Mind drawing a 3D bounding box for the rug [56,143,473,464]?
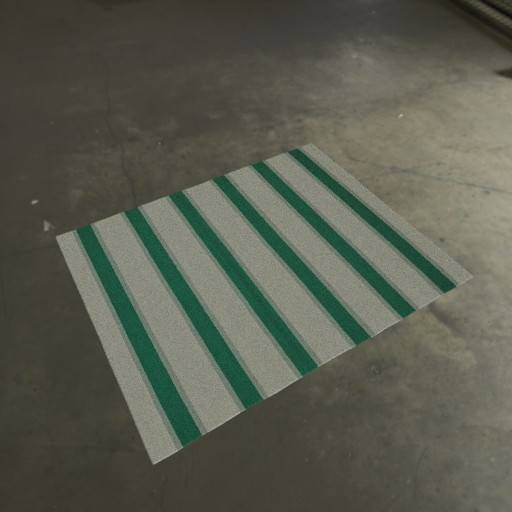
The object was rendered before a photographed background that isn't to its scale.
[{"bbox_3d":[0.000,0.000,4.094,3.041,0.019,2.434,-24,52,-20],"label":"rug"}]
